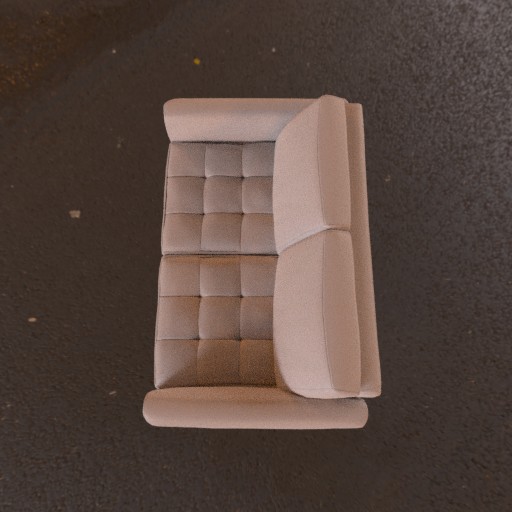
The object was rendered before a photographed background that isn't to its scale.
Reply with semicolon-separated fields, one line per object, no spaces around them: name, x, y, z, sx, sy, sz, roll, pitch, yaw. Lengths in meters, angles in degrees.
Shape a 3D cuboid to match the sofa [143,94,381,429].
sofa;0.000;0.000;2.467;1.121;0.930;1.819;0;75;0
